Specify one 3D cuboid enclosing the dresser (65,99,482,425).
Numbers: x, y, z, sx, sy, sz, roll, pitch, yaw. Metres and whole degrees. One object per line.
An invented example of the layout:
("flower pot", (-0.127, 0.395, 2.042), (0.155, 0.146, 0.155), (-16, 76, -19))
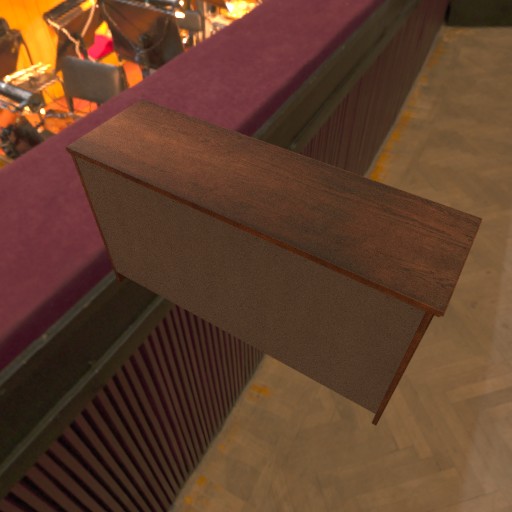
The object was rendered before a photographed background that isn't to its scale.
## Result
("dresser", (0.000, 0.000, 1.979), (1.551, 0.856, 0.463), (25, 52, 21))
